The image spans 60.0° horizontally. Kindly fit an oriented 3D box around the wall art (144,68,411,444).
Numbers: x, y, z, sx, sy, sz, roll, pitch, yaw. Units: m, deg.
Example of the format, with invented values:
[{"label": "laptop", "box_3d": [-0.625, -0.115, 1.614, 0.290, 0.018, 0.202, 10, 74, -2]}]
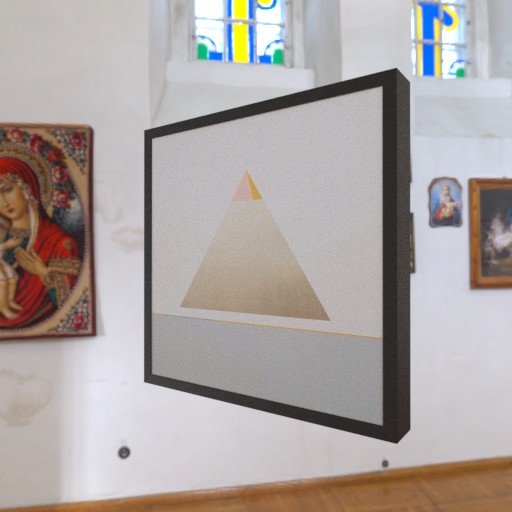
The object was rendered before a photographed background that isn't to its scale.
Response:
[{"label": "wall art", "box_3d": [0.000, 0.000, 0.459, 0.304, 0.303, 0.037, 0, 0, 35]}]
